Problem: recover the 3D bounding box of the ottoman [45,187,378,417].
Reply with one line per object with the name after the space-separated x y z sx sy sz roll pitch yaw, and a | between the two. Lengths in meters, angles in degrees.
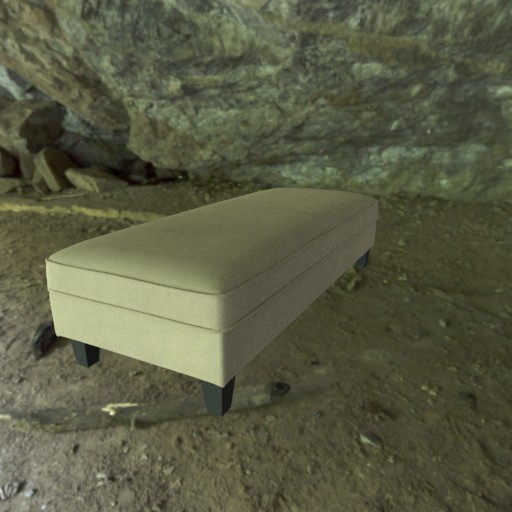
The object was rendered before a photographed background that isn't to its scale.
0.000 0.000 2.043 0.735 0.460 1.726 9 19 27 | ottoman
